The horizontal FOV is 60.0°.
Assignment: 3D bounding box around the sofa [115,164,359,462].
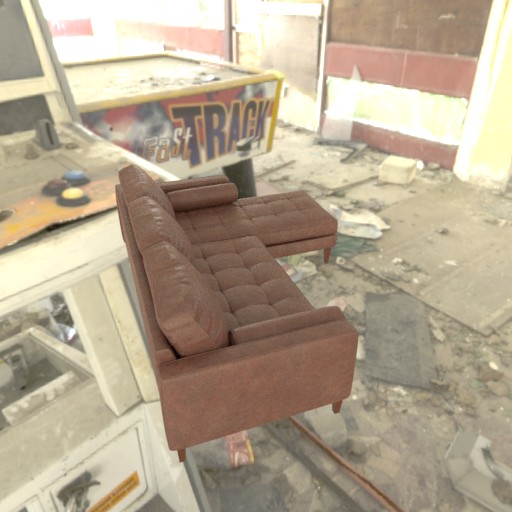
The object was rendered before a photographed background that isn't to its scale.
[{"bbox_3d":[0.000,0.000,2.962,1.613,0.841,2.185,-11,32,-17],"label":"sofa"}]
